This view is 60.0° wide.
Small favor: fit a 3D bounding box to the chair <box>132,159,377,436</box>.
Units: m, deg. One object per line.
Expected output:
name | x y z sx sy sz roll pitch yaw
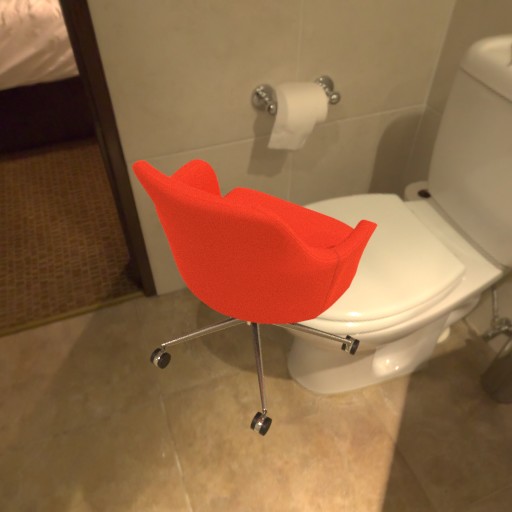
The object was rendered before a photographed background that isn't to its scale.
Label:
chair | 0.000 0.000 1.290 0.655 0.820 0.600 24 50 22
